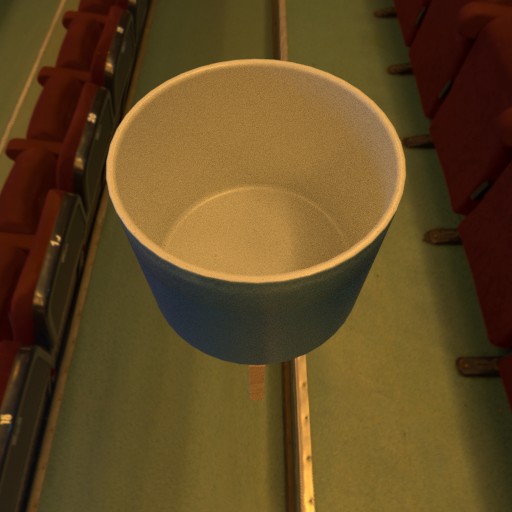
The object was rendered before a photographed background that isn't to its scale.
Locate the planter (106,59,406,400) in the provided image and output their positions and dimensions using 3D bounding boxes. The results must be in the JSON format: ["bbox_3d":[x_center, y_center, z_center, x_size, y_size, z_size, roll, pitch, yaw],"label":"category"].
[{"bbox_3d":[0.000,0.000,0.400,0.192,0.263,0.192,0,59,0],"label":"planter"}]
